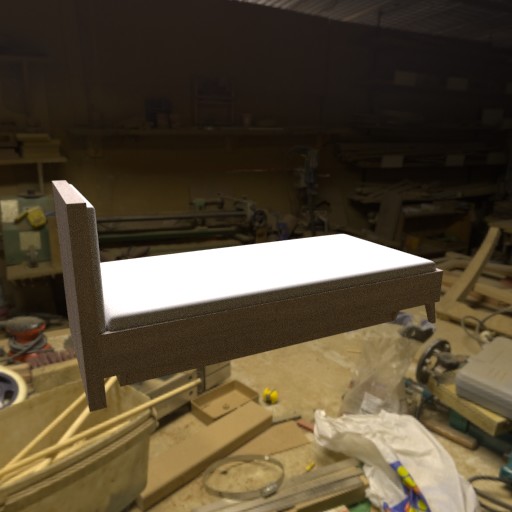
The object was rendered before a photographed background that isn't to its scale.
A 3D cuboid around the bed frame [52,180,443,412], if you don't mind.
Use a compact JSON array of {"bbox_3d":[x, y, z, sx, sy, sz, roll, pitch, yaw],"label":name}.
[{"bbox_3d":[0.000,0.000,2.720,2.140,0.920,0.990,-8,17,-26],"label":"bed frame"}]
